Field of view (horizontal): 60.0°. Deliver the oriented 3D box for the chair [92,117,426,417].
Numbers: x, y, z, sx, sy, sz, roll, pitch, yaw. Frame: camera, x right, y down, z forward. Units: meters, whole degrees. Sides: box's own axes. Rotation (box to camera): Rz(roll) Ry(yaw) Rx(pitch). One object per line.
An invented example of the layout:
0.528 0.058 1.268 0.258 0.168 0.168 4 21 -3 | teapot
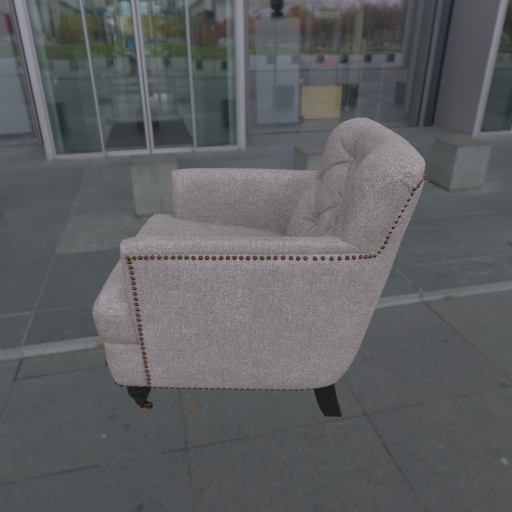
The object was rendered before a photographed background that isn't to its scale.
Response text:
0.000 0.000 1.504 0.902 0.823 0.737 1 26 1 | chair
